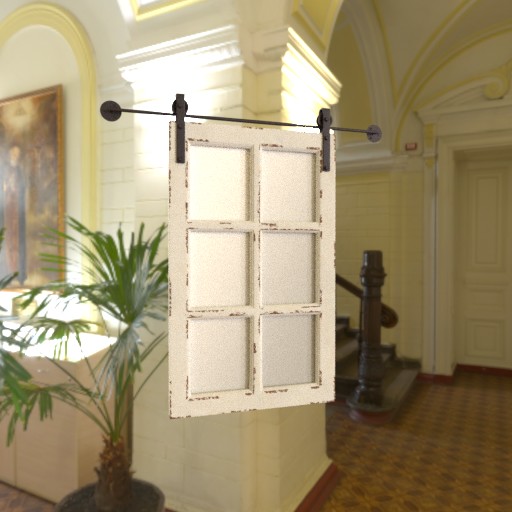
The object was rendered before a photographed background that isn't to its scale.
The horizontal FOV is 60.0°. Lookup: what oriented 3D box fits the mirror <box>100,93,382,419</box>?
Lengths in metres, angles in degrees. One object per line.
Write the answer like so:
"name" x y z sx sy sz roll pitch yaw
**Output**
"mirror" 0.000 0.000 1.218 0.808 0.844 0.037 0 1 -17
